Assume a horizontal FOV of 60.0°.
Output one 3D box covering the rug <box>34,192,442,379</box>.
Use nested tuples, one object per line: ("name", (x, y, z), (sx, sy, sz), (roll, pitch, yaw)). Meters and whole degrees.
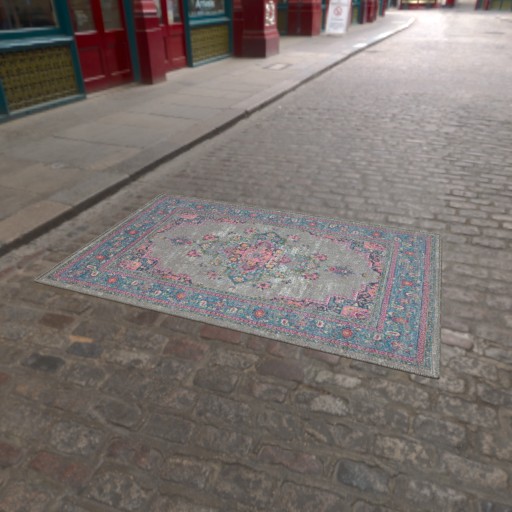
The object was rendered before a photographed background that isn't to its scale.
("rug", (0.000, 0.000, 2.221), (1.748, 0.014, 1.144), (10, 32, 18))
